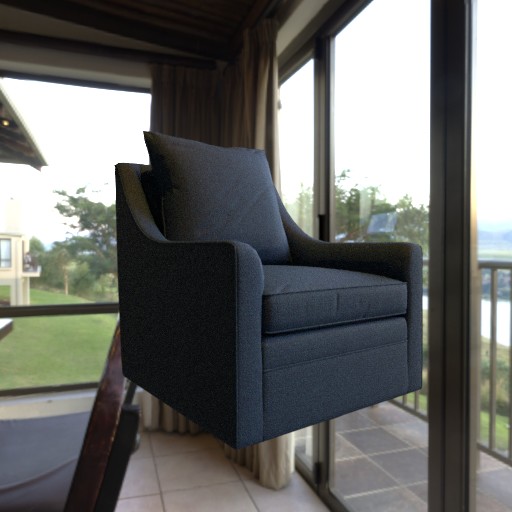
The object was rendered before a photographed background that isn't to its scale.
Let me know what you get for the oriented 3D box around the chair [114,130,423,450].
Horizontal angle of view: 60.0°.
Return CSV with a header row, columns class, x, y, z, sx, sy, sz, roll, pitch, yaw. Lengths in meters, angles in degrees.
class,x,y,z,sx,sy,sz,roll,pitch,yaw
chair,0.000,0.000,1.588,0.750,0.939,0.870,-1,2,-37
